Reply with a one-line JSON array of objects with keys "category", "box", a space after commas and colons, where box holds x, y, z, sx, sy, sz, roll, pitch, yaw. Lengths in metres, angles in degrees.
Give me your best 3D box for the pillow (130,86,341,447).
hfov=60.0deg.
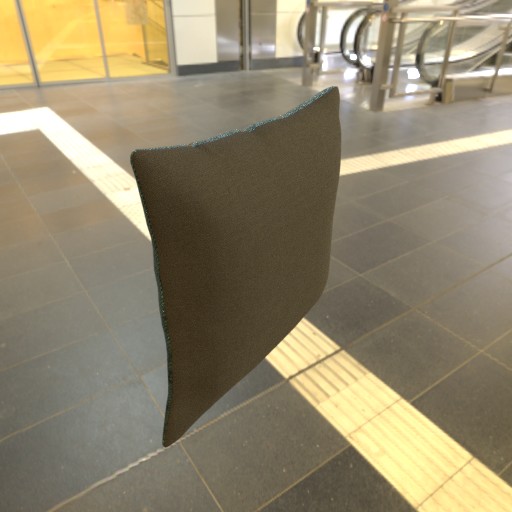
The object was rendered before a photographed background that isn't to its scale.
[{"category": "pillow", "box": [0.000, 0.000, 0.660, 0.138, 0.430, 0.436, 21, 37, 30]}]
